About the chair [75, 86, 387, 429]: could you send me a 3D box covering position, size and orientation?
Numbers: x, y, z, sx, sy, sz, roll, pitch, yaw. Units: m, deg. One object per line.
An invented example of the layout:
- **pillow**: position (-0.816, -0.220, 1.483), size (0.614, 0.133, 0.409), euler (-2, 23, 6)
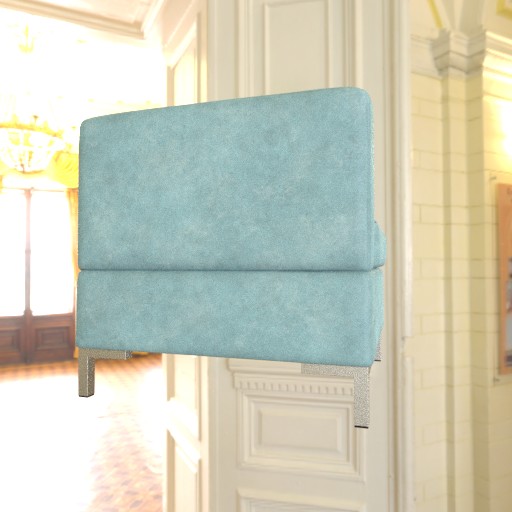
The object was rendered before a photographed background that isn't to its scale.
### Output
- **chair**: position (0.000, 0.000, 1.239), size (0.691, 0.660, 0.684), euler (0, -1, 18)
